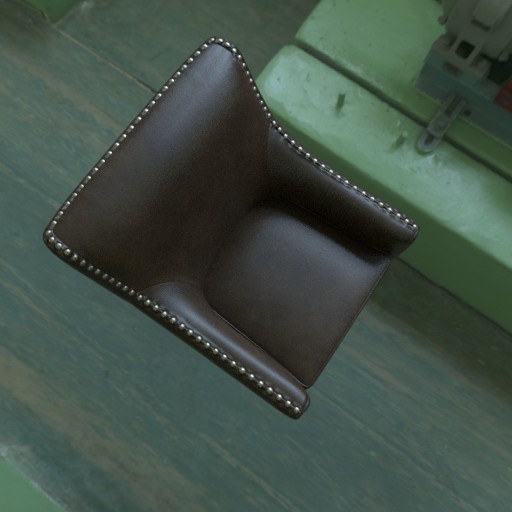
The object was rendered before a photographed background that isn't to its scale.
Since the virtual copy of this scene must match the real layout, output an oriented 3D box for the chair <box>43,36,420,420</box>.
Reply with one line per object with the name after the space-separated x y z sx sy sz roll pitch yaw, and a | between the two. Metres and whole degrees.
0.000 0.000 1.311 0.704 0.813 0.639 34 78 8 | chair
